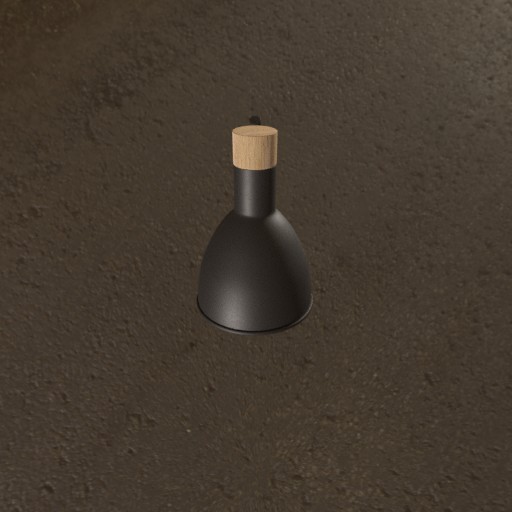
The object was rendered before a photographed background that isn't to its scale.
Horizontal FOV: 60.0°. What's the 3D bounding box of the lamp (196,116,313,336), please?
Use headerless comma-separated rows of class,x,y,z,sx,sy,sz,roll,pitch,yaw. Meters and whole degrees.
lamp,0.000,0.000,0.604,0.152,0.483,0.287,0,64,0
